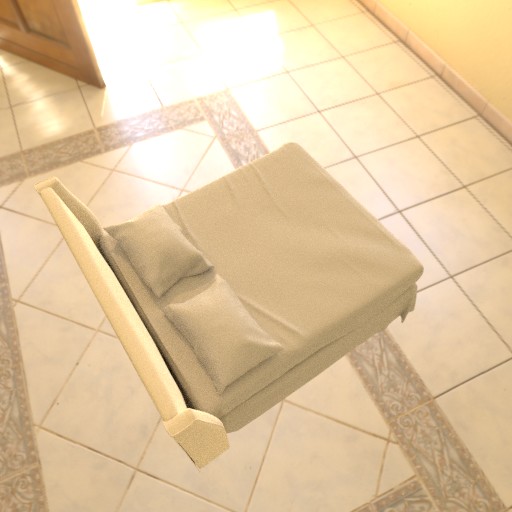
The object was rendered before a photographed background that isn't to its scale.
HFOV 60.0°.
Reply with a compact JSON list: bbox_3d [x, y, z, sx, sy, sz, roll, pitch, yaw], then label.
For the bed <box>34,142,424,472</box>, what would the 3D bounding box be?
[{"bbox_3d":[0.000,0.000,3.372,2.276,1.332,1.925,-30,62,-17],"label":"bed"}]
